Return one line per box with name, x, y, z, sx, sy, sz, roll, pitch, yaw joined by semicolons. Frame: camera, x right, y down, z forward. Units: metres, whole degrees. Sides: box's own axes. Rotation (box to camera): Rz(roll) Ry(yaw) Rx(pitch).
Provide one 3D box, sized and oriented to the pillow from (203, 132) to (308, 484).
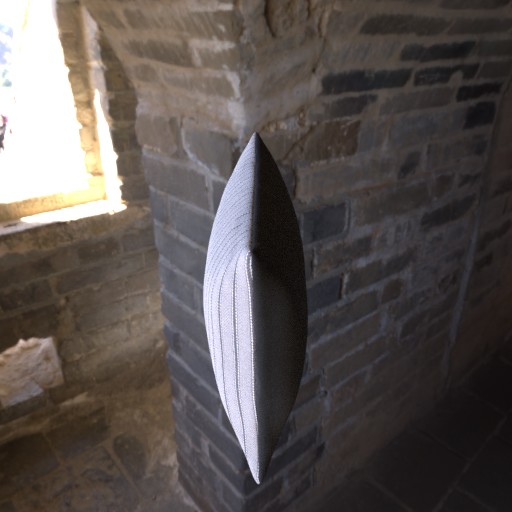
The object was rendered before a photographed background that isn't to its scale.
pillow;0.000;0.000;0.721;0.151;0.305;0.609;0;26;0
